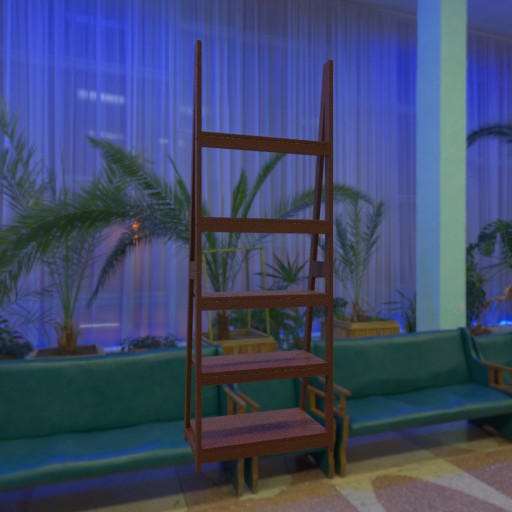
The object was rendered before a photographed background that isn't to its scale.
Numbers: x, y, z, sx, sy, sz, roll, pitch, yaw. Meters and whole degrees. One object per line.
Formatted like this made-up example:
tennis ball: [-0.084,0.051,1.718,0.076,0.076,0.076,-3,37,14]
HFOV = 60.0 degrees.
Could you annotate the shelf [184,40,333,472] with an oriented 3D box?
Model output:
shelf: [0.000,0.000,2.088,0.630,1.780,0.356,0,0,-18]
